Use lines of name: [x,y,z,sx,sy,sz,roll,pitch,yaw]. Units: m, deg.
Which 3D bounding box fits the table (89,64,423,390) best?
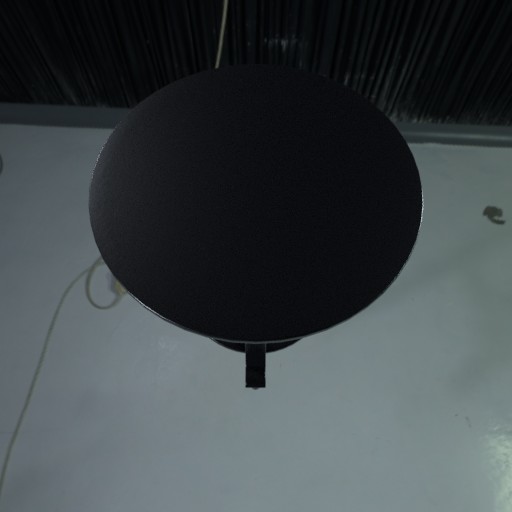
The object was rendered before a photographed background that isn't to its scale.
table: [0.000,0.000,1.075,0.597,0.618,0.597,0,63,0]
